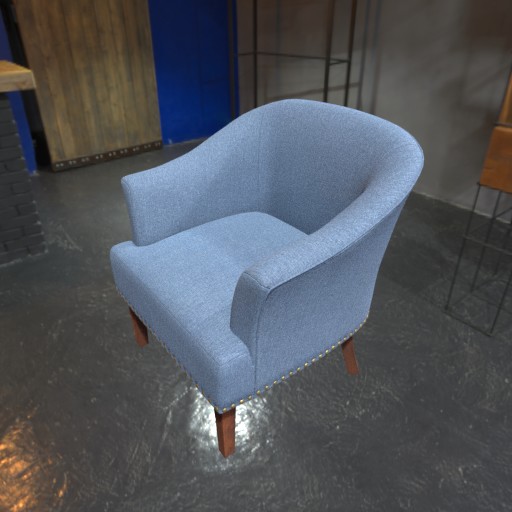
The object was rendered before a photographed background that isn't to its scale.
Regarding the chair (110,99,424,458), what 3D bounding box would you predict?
[{"bbox_3d":[0.000,0.000,1.379,0.704,0.815,0.772,-21,36,-31],"label":"chair"}]
